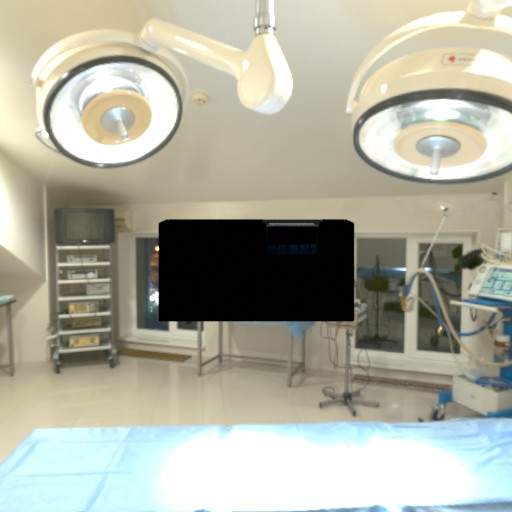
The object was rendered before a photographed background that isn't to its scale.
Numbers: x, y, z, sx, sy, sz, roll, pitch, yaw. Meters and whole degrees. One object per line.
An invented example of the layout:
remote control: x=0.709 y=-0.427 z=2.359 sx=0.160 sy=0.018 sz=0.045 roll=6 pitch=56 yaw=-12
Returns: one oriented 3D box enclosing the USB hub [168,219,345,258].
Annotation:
USB hub: x=0.000 y=0.000 z=0.158 sx=0.044 sy=0.023 sz=0.145 roll=0 pitch=3 yaw=0
